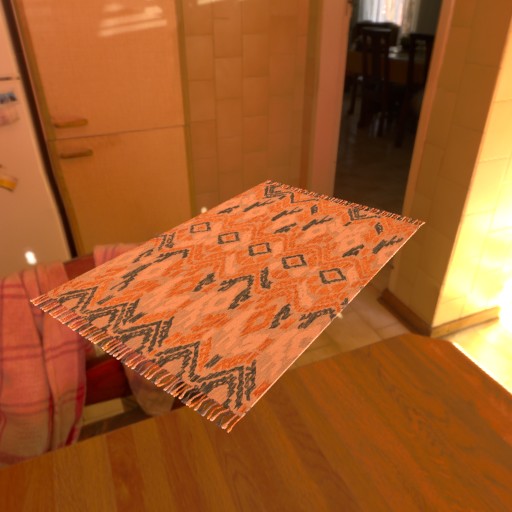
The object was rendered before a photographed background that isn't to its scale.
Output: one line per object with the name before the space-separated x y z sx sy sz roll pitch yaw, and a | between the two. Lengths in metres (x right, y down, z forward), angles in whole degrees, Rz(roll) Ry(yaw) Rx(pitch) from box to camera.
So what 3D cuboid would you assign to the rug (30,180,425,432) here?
rug | 0.000 0.000 3.056 1.533 0.010 2.428 21 37 31
